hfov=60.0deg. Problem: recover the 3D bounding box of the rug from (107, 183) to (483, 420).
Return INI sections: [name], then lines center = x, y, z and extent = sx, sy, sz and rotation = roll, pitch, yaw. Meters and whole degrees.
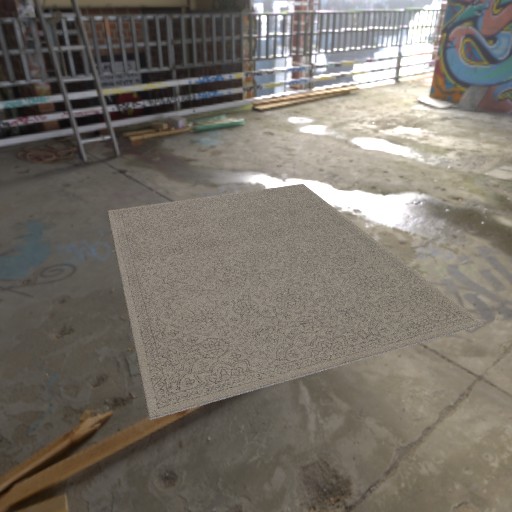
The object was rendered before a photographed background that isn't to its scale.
[rug]
center = 0.000, 0.000, 4.128
extent = 2.441, 0.015, 3.050
rotation = -11, 32, -18
